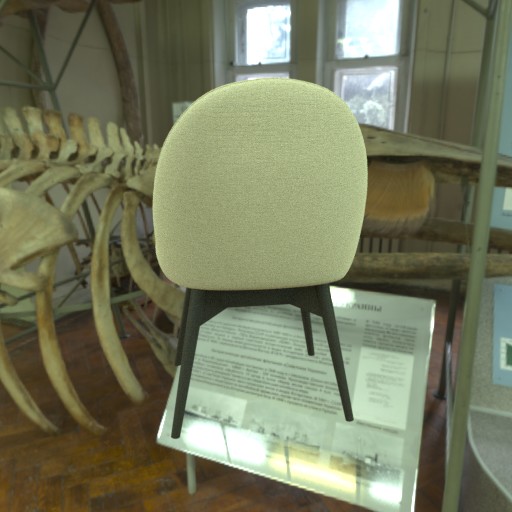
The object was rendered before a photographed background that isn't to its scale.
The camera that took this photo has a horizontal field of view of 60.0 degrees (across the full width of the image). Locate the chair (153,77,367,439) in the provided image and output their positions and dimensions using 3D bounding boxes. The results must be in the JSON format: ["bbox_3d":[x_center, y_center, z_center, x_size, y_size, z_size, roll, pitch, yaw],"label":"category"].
[{"bbox_3d":[0.000,0.000,1.197,0.532,0.838,0.540,-2,15,-9],"label":"chair"}]
